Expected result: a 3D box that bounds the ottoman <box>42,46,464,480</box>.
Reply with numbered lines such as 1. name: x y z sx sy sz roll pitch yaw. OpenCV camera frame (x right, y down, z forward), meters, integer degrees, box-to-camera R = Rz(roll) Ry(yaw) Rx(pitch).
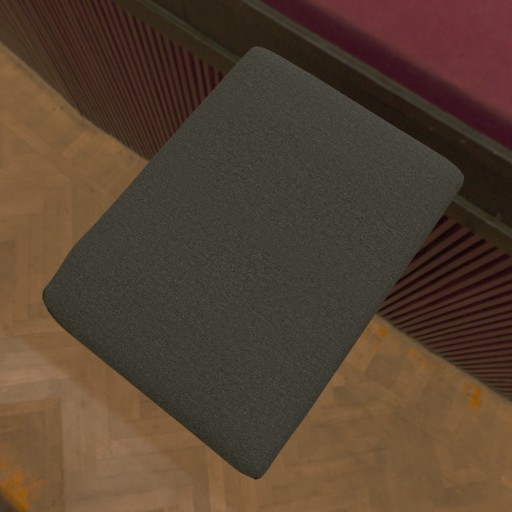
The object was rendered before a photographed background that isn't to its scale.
1. ottoman: 0.000 0.000 1.188 0.629 0.503 0.835 36 78 9
